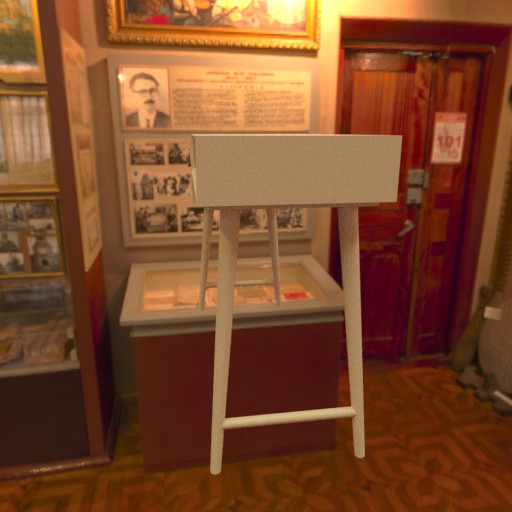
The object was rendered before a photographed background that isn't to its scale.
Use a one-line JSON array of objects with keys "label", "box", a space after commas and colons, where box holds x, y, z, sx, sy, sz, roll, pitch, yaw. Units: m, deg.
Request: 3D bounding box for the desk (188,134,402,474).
[{"label": "desk", "box": [0.000, 0.000, 1.438, 0.409, 0.761, 1.069, -2, 16, -8]}]
